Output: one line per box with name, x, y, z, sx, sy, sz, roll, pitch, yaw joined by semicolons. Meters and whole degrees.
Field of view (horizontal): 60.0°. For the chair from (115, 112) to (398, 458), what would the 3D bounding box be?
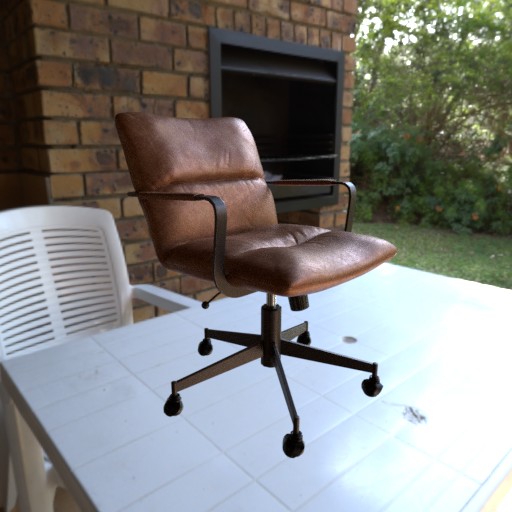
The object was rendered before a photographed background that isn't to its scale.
chair;0.000;0.000;1.469;0.754;0.922;0.727;13;20;42
